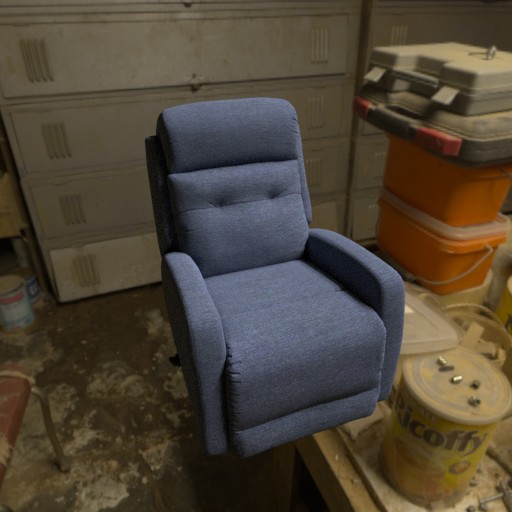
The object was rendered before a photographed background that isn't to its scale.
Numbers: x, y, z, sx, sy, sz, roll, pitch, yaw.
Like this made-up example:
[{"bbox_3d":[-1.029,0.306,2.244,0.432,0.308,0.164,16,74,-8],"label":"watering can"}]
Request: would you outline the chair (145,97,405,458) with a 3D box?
[{"bbox_3d":[0.000,0.000,1.726,0.798,1.013,1.043,-11,33,-17],"label":"chair"}]
